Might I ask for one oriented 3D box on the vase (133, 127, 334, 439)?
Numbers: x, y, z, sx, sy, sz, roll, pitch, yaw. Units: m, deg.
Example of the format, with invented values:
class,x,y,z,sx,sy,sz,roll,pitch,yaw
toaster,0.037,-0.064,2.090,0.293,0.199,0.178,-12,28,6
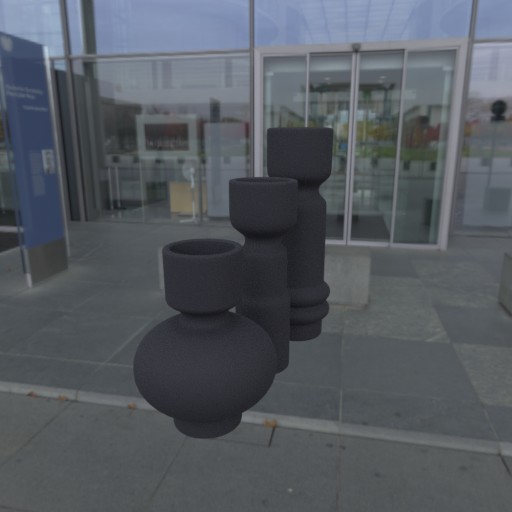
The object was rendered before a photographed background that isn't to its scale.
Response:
class,x,y,z,sx,sy,sz,roll,pitch,yaw
vase,0.000,0.000,0.439,0.120,0.249,0.307,7,16,26
